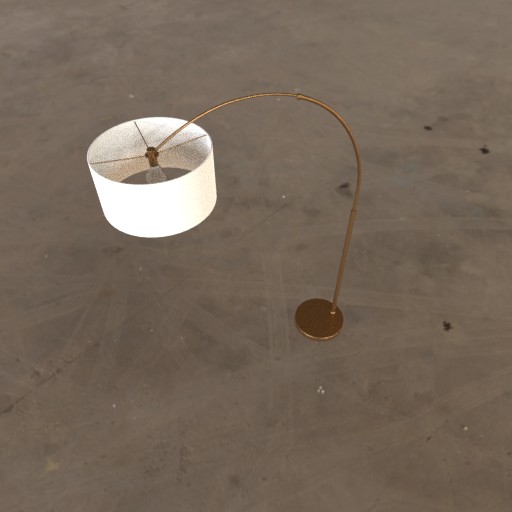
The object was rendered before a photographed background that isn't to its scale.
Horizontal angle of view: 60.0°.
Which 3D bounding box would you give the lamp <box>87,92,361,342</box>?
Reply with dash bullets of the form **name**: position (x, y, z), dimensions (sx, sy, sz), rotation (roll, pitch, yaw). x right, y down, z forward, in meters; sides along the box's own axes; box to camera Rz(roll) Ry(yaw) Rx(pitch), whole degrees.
- **lamp**: position (0.000, 0.000, 2.524), dimensions (1.434, 1.927, 0.493), rotation (-20, 49, -18)
